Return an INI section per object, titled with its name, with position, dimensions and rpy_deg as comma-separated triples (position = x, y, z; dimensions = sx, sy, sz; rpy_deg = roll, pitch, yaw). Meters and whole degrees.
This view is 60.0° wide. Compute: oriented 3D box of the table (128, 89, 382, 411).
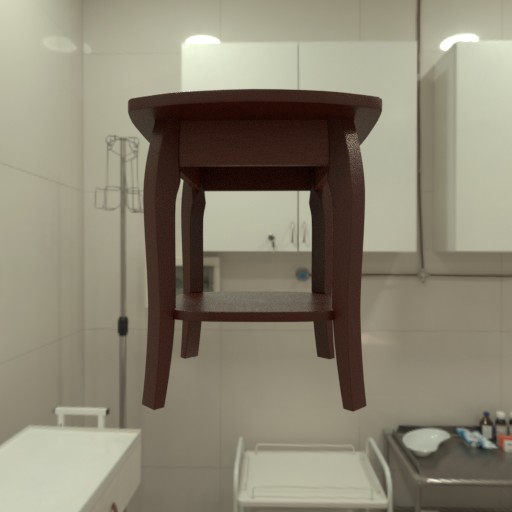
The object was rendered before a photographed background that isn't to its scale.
[table]
position = 0.000, 0.000, 0.905
dimensions = 0.433, 0.496, 0.502
rpy_deg = 0, 0, 1
